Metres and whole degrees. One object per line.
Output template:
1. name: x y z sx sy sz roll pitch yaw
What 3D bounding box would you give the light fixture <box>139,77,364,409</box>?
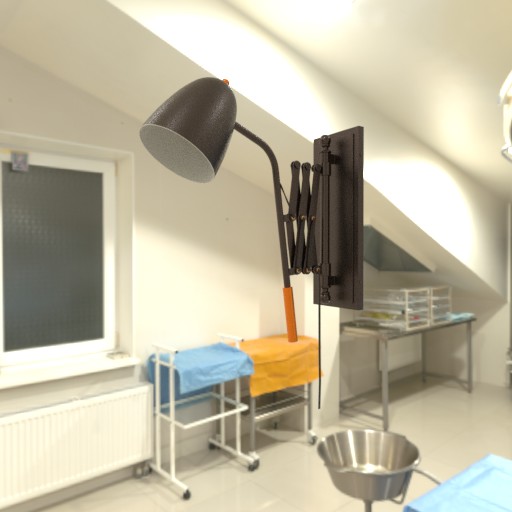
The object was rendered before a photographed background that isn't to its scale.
1. light fixture: 0.000 0.000 0.941 0.499 0.715 0.162 0 1 -35
